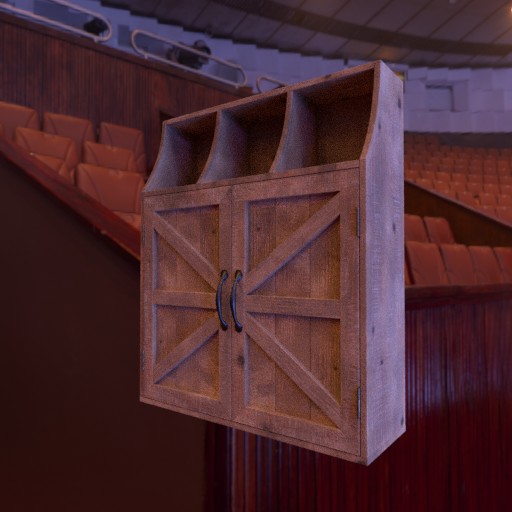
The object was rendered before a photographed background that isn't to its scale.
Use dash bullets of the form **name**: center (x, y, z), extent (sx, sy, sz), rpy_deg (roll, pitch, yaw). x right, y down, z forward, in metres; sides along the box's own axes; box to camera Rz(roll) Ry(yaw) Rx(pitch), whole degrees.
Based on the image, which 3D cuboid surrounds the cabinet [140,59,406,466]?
- **cabinet**: center (0.000, 0.000, 0.822), extent (0.489, 0.590, 0.184), rpy_deg (-1, -1, 37)
